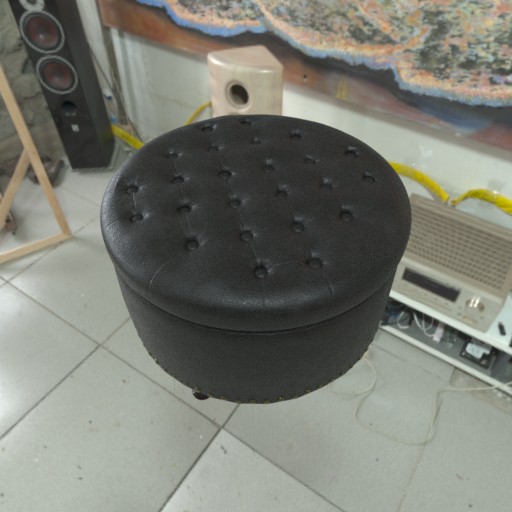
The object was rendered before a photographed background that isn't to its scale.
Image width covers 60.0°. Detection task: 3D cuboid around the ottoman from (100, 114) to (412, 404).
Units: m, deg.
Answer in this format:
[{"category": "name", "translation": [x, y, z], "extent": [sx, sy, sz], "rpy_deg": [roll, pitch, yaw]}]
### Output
[{"category": "ottoman", "translation": [0.000, 0.000, 1.062], "extent": [0.637, 0.442, 0.637], "rpy_deg": [0, 46, 0]}]
